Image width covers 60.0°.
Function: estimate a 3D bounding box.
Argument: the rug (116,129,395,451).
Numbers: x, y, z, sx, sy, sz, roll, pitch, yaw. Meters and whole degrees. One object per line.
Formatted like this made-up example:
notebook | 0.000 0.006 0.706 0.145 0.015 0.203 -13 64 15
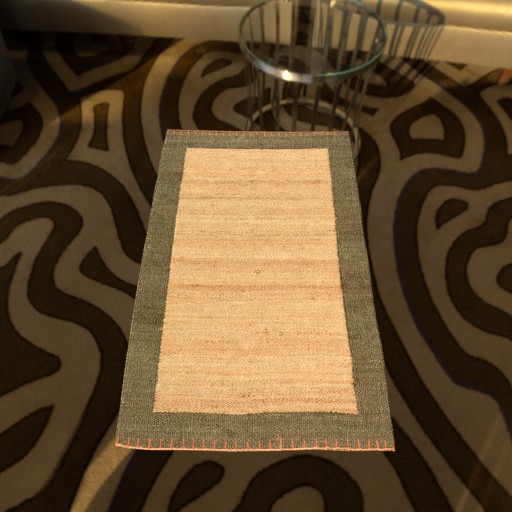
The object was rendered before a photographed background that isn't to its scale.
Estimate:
rug | 0.000 0.000 2.981 1.521 0.006 2.435 1 58 0
